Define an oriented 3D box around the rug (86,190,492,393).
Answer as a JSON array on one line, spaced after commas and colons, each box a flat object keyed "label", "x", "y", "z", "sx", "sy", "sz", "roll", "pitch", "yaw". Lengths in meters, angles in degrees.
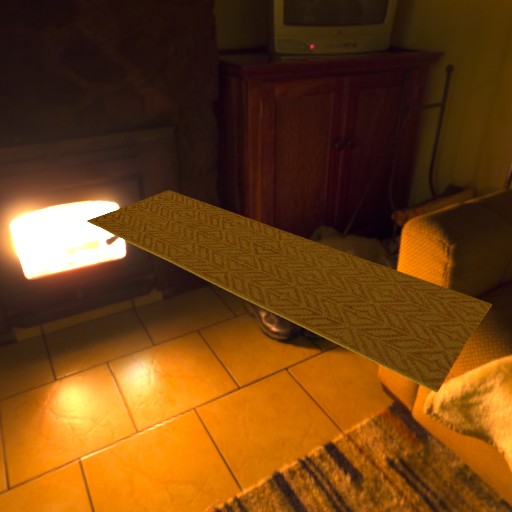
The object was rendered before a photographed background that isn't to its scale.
[{"label": "rug", "x": 0.000, "y": 0.000, "z": 2.632, "sx": 2.435, "sy": 0.009, "sz": 0.750, "roll": 22, "pitch": 36, "yaw": 34}]
